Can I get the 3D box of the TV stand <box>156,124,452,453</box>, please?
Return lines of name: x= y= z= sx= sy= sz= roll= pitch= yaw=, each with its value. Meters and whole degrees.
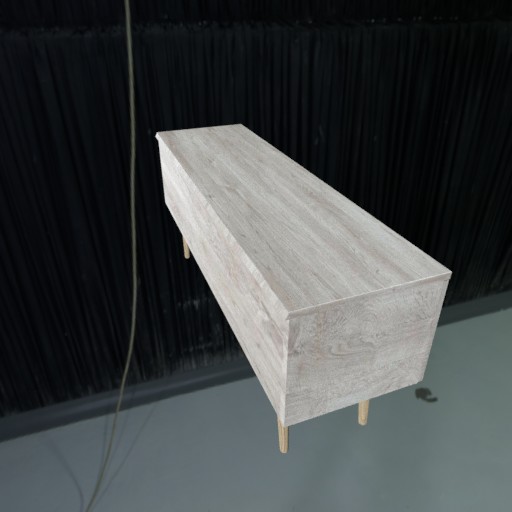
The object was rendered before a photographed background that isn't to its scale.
TV stand: x=0.000 y=0.000 z=1.536 sx=0.401 sy=0.565 sz=1.313 roll=-11 pitch=32 yaw=-18
